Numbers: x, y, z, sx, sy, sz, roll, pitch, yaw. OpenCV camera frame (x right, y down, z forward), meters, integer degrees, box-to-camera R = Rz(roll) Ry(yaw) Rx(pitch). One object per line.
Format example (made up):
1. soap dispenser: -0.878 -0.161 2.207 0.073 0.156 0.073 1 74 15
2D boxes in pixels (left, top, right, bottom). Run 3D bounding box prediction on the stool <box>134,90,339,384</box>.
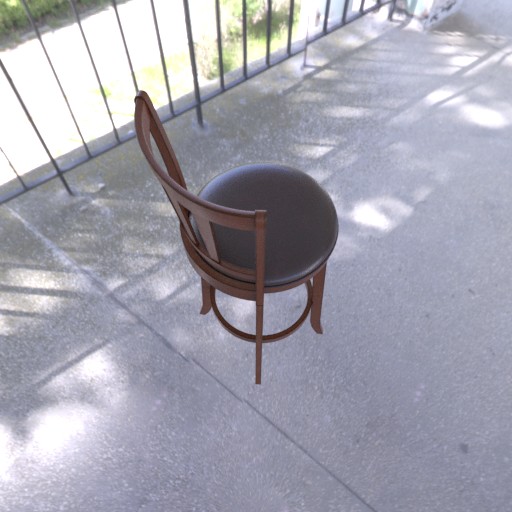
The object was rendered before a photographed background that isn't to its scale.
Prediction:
1. stool: 0.000 0.000 1.458 0.503 1.177 0.464 -34 64 -19
